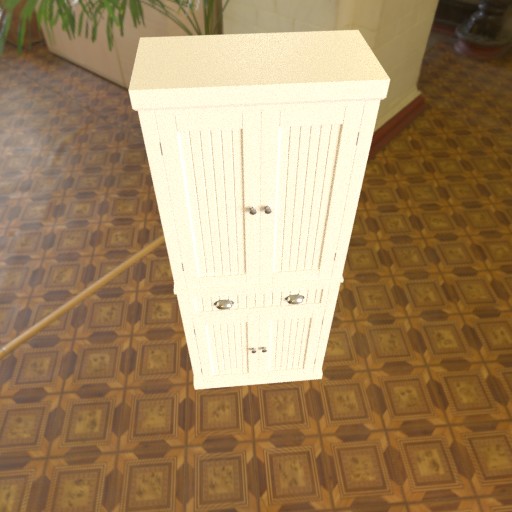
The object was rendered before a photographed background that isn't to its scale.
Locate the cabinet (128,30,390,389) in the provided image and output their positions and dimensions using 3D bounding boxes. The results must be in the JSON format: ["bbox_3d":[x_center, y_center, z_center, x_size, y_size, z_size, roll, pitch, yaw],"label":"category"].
[{"bbox_3d":[0.000,0.000,2.061,0.754,1.829,0.390,-4,47,-4],"label":"cabinet"}]
